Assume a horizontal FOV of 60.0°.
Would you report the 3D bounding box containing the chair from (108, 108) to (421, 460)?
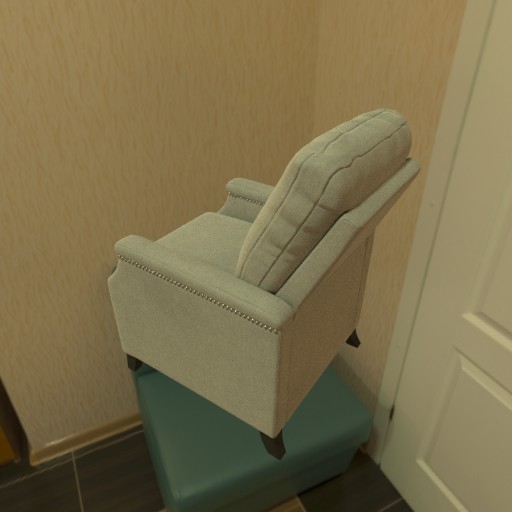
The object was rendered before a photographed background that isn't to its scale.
[{"bbox_3d":[0.000,0.000,1.621,0.922,1.049,0.710,20,37,28],"label":"chair"}]
